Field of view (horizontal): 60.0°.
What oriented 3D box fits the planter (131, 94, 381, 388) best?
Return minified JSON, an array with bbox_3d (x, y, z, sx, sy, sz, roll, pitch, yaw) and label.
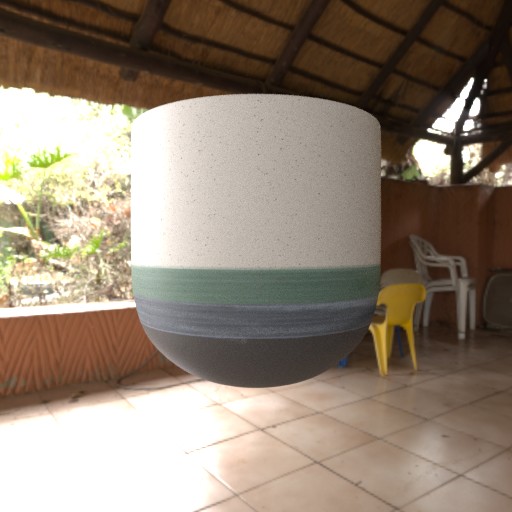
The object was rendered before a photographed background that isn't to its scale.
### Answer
[{"bbox_3d":[0.000,0.000,0.495,0.268,0.270,0.268,0,1,0],"label":"planter"}]
